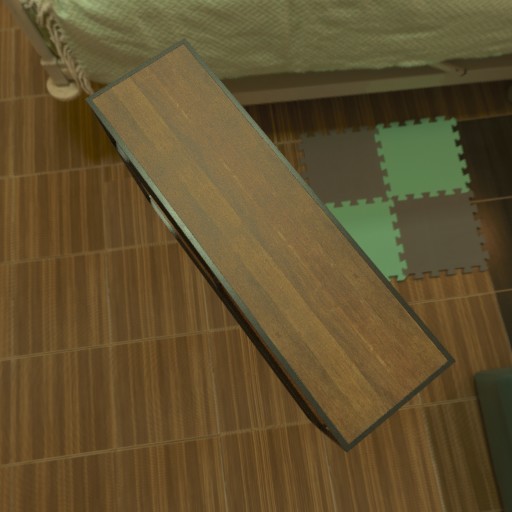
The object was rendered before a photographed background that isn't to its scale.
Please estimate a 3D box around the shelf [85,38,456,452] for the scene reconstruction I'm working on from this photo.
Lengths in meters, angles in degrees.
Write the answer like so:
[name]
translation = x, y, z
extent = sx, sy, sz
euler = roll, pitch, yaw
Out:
[shelf]
translation = 0.000, 0.000, 1.573
extent = 0.361, 0.765, 1.201
euler = -36, 78, -9
